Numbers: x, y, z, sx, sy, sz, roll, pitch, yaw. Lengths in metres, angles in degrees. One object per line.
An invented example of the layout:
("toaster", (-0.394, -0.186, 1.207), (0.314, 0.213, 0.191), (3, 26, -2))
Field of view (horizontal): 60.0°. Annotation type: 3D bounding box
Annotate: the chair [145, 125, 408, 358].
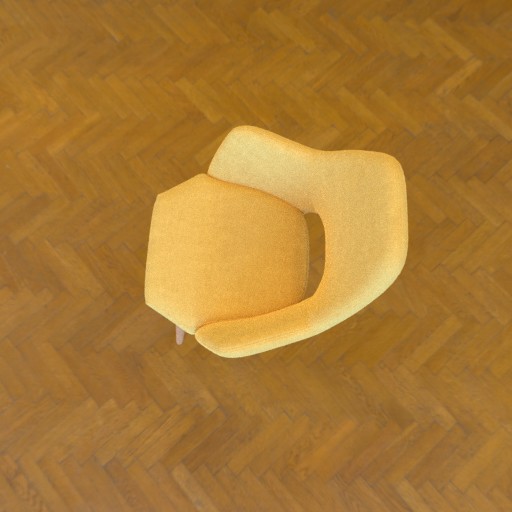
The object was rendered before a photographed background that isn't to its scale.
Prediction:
("chair", (0.000, 0.000, 1.283), (0.610, 0.840, 0.590), (2, 75, 1))
